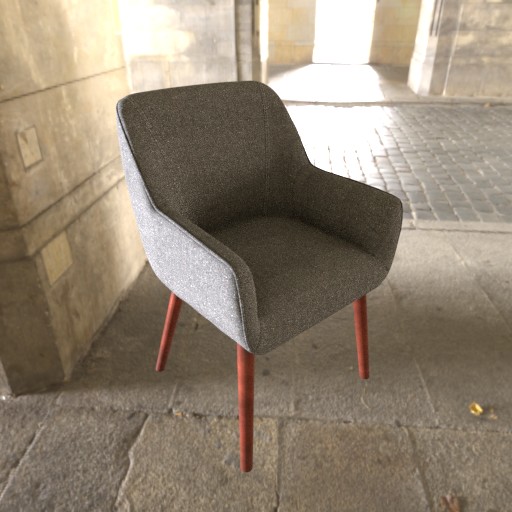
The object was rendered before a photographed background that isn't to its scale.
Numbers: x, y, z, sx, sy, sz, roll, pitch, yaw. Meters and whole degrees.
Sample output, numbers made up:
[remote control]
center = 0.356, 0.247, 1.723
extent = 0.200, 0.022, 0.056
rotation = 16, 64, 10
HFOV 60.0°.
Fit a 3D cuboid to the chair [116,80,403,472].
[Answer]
[chair]
center = 0.000, 0.000, 1.168
extent = 0.543, 0.803, 0.519
rotation = -23, 36, -35
